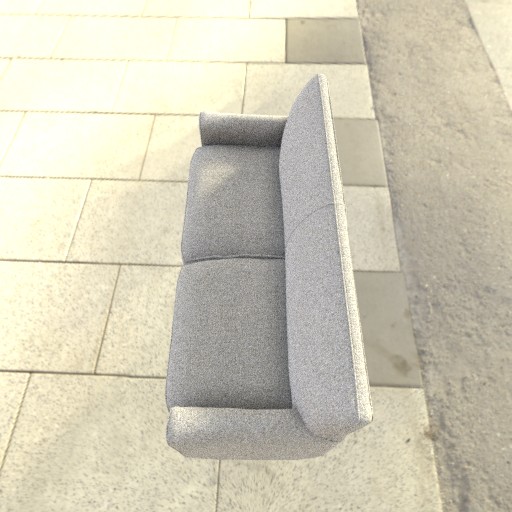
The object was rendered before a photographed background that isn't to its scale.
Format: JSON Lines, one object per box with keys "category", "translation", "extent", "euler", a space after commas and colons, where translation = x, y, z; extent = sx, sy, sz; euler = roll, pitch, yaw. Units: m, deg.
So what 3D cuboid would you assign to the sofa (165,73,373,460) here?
{"category": "sofa", "translation": [0.000, 0.000, 2.476], "extent": [0.854, 0.942, 2.026], "euler": [0, 57, 0]}
